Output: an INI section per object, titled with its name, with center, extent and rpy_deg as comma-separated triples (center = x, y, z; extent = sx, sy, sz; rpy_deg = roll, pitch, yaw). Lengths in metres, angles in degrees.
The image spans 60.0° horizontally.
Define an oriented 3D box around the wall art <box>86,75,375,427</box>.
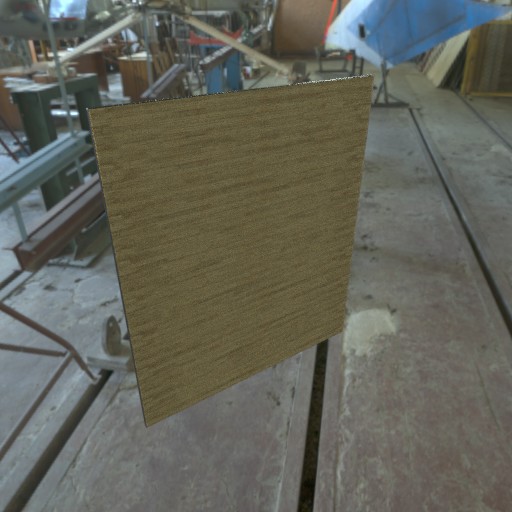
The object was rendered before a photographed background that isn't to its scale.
[wall art]
center = 0.000, 0.000, 0.781
extent = 0.483, 0.559, 0.009
rpy_deg = -19, 35, -29
